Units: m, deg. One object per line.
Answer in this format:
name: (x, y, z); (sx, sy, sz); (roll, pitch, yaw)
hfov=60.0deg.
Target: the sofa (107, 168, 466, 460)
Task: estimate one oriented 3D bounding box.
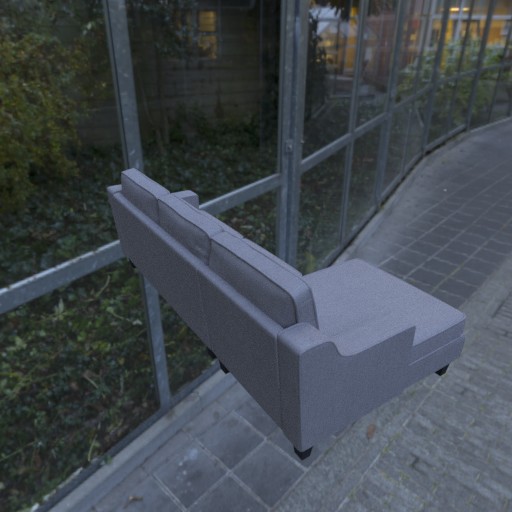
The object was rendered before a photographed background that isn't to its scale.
sofa: (0.000, 0.000, 3.162); (1.294, 0.928, 2.561); (-17, 31, -30)
